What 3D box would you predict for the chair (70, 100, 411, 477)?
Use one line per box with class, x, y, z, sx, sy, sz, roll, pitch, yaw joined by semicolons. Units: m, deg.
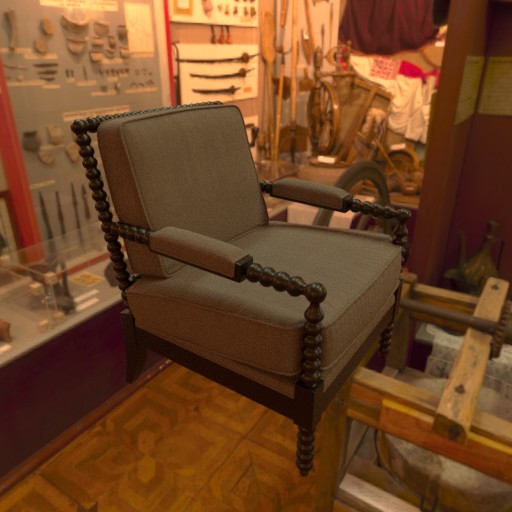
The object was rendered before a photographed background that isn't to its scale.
chair;0.000;0.000;1.085;0.622;0.661;0.540;16;29;31
